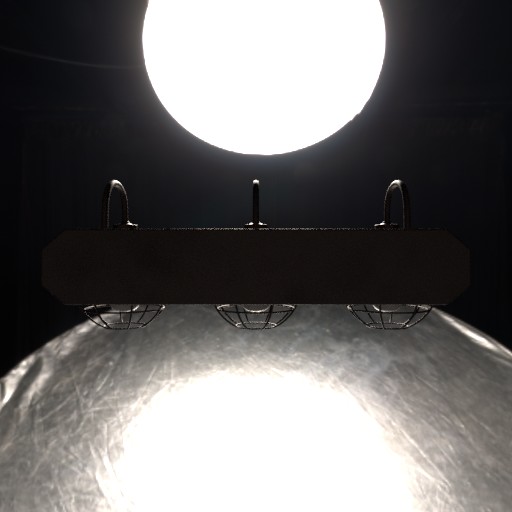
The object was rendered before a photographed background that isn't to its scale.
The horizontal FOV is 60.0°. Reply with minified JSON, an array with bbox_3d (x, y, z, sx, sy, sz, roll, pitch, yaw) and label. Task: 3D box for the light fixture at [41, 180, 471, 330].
[{"bbox_3d":[0.000,0.000,0.766,0.634,0.254,0.229,0,0,0],"label":"light fixture"}]
